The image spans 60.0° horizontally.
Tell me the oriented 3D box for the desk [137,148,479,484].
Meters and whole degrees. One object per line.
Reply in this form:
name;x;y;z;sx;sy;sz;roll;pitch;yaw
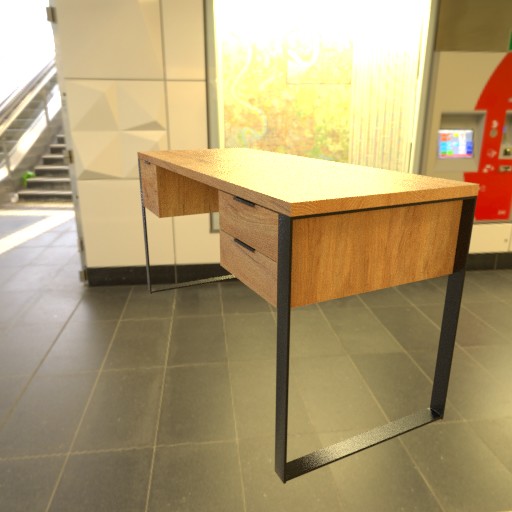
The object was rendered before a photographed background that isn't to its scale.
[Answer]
desk;0.000;0.000;1.841;0.600;0.760;1.520;-9;20;-25
